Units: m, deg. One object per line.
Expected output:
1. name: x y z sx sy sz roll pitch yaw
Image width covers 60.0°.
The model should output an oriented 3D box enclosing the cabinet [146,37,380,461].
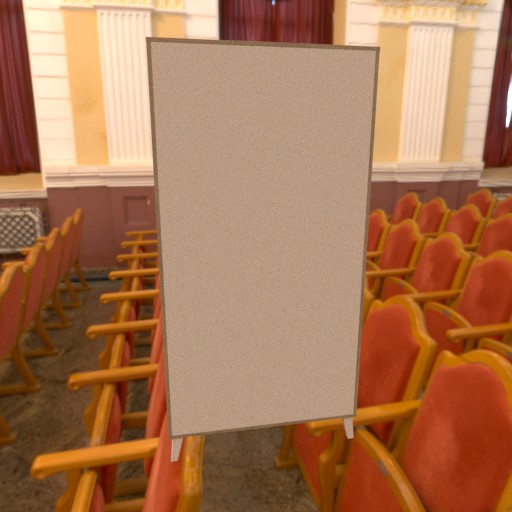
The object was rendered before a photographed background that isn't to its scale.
1. cabinet: 0.000 0.000 2.381 1.006 1.999 0.571 -3 15 -11
